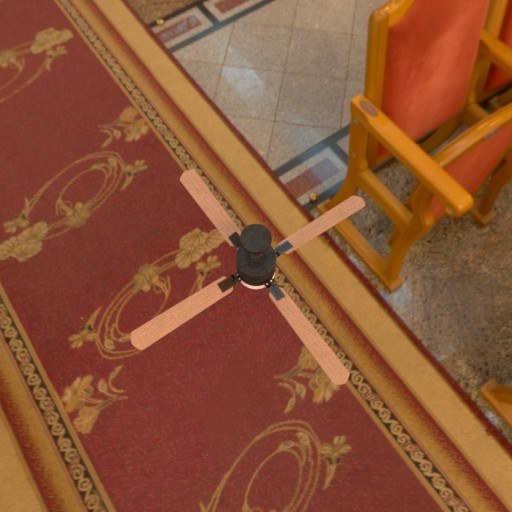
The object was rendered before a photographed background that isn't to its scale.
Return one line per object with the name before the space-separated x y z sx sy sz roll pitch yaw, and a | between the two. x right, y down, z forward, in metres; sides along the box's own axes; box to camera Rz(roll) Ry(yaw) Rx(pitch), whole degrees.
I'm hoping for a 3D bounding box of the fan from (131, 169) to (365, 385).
fan | 0.000 0.000 2.006 1.320 0.355 1.320 -32 69 -14
